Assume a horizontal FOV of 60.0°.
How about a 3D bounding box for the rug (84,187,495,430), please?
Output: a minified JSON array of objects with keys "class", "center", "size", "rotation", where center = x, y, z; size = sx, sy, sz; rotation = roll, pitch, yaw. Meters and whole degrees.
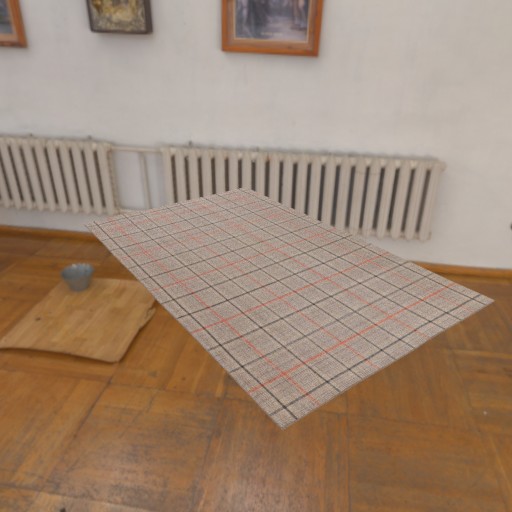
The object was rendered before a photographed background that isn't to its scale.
[{"class":"rug","center":[0.000,0.000,2.951],"size":[1.524,0.015,2.439],"rotation":[-18,32,-31]}]
